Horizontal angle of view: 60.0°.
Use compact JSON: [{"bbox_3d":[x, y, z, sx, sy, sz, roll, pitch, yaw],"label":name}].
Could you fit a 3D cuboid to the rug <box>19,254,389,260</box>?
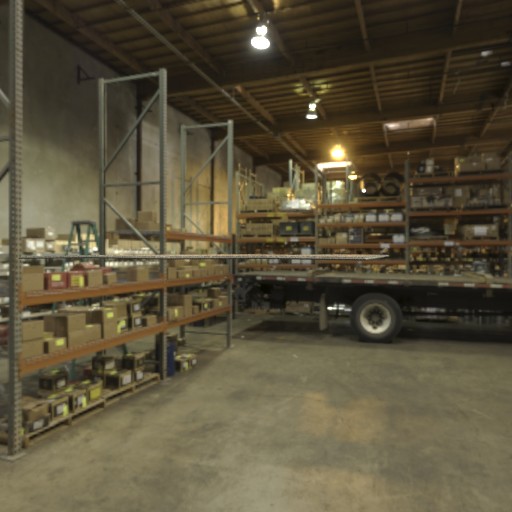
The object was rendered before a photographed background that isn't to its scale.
[{"bbox_3d":[0.000,0.000,3.909,2.158,0.024,3.063,0,0,19],"label":"rug"}]
